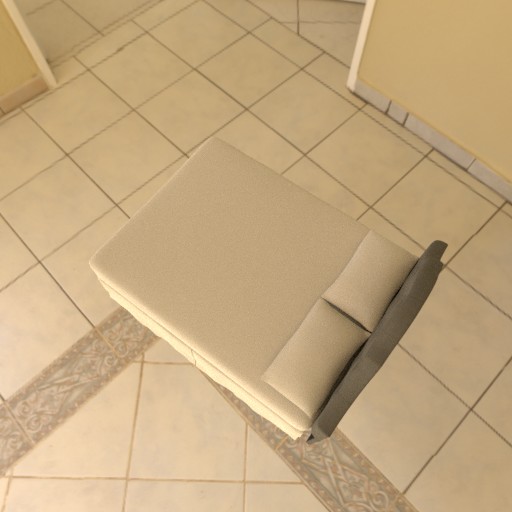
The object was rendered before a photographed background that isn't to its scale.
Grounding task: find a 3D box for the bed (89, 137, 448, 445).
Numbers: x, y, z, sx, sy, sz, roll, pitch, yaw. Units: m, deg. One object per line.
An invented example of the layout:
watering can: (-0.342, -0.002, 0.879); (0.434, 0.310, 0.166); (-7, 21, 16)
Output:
bed: (0.000, 0.000, 3.260); (2.155, 1.575, 1.636); (34, 69, 15)
